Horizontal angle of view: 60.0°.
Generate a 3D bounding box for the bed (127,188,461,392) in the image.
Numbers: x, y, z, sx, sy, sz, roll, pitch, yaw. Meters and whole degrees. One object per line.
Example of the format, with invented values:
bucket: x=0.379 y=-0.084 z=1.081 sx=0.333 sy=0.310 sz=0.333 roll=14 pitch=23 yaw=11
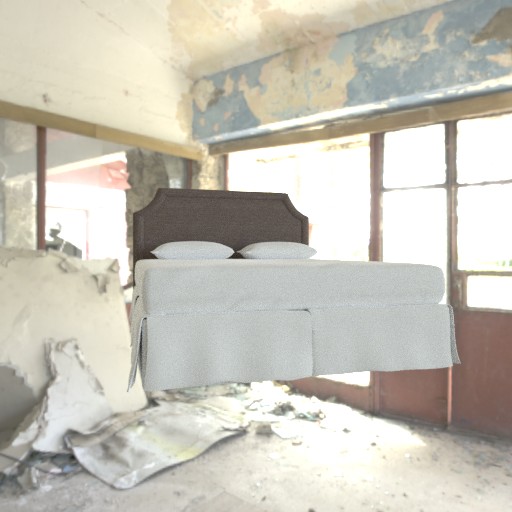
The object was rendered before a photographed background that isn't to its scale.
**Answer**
bed: x=0.000 y=0.000 z=4.190 sx=2.350 sy=1.590 sz=2.773 roll=0 pitch=1 yaw=-16
